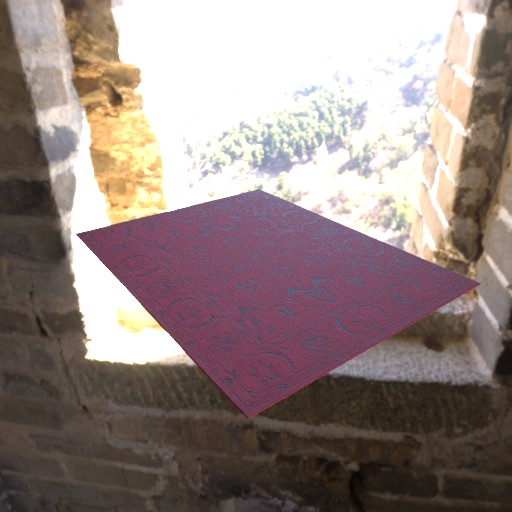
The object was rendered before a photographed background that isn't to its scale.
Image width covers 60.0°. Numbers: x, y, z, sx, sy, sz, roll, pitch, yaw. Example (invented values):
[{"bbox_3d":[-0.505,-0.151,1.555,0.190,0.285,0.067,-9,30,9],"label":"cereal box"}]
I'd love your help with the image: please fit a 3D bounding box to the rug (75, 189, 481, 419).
[{"bbox_3d":[0.000,0.000,3.966,2.300,0.012,2.929,-19,33,-32],"label":"rug"}]
